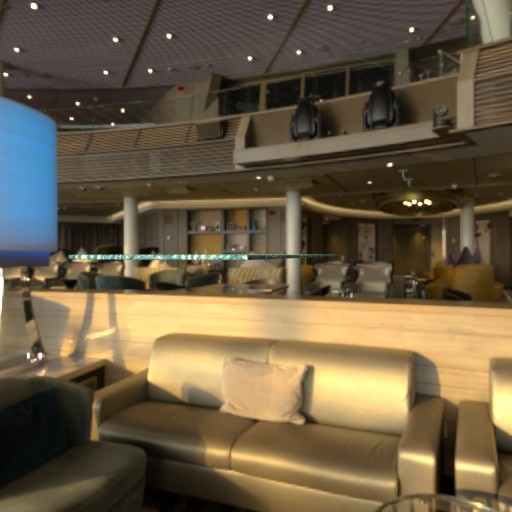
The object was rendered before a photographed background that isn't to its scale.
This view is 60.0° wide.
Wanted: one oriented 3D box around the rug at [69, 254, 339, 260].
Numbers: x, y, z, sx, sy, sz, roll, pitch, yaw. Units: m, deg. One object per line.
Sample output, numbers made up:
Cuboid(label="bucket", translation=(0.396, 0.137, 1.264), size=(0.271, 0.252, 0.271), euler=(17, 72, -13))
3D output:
Cuboid(label="rug", translation=(0.000, 0.000, 2.558), size=(0.676, 0.016, 2.286), euler=(0, 0, 18))
